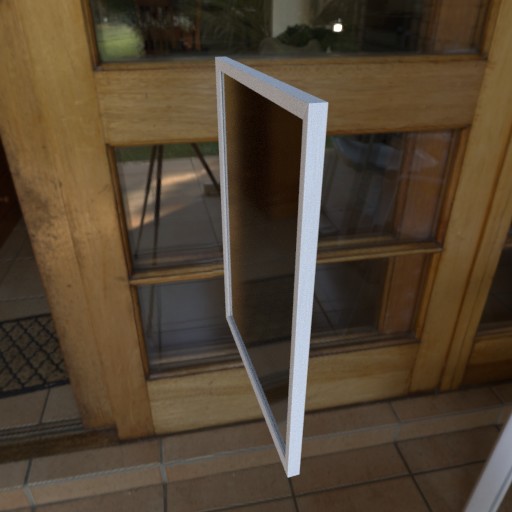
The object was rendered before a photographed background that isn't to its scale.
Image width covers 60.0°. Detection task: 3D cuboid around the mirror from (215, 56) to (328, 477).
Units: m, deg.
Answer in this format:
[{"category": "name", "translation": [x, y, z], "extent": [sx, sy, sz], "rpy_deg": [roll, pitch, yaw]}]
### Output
[{"category": "mirror", "translation": [0.000, 0.000, 1.320], "extent": [0.040, 1.016, 0.762], "rpy_deg": [-8, 31, -14]}]
